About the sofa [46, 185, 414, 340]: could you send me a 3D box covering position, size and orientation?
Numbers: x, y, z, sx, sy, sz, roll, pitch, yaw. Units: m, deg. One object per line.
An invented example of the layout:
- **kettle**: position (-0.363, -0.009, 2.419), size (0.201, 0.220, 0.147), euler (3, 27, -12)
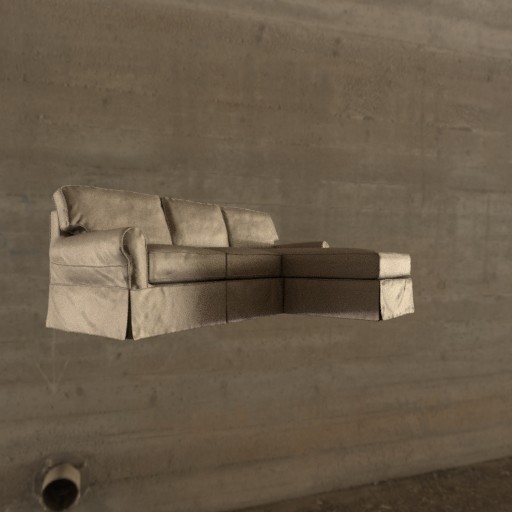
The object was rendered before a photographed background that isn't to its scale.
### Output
- **sofa**: position (0.000, 0.000, 3.424), size (1.733, 0.978, 2.475), euler (-1, -1, 37)
